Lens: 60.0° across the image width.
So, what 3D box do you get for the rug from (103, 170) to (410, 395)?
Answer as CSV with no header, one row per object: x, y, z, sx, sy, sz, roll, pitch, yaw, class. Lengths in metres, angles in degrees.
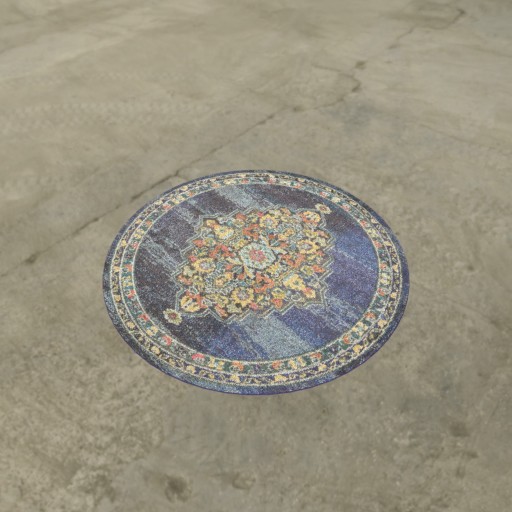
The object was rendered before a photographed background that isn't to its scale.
0.000,0.000,3.543,2.386,0.014,2.386,0,45,0,rug
